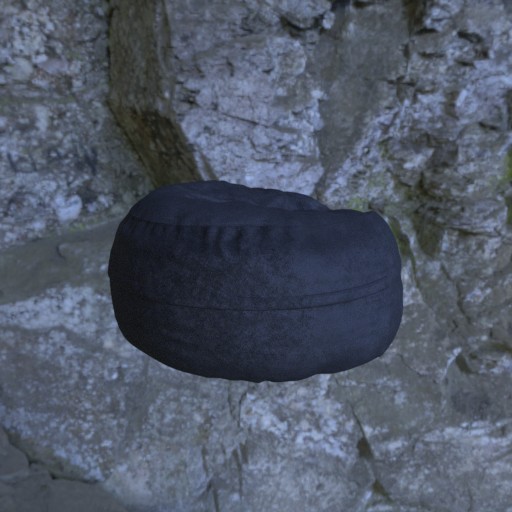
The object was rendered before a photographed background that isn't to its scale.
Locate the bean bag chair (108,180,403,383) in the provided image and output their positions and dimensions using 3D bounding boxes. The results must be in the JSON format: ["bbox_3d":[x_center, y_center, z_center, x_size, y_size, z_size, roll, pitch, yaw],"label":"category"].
[{"bbox_3d":[0.000,0.000,2.389,1.525,0.751,1.525,0,16,0],"label":"bean bag chair"}]
